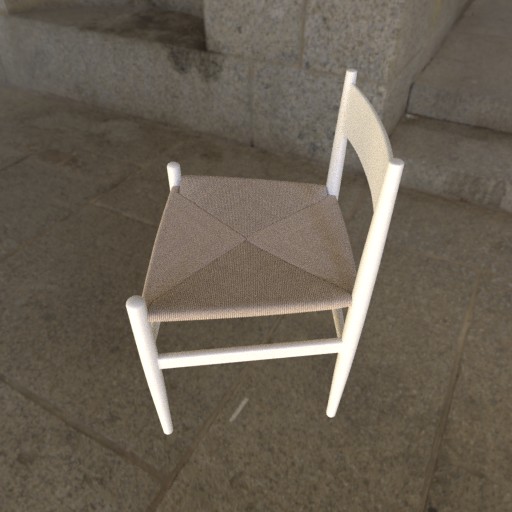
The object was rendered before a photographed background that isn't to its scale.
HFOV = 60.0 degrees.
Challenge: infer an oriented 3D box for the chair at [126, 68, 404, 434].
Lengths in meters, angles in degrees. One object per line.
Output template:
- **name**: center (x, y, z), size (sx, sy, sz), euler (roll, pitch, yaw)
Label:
- **chair**: center (0.000, 0.000, 1.106), size (0.495, 0.762, 0.556), euler (0, 41, 0)
